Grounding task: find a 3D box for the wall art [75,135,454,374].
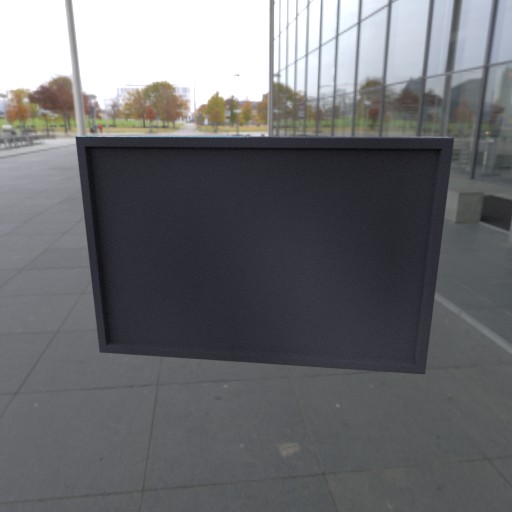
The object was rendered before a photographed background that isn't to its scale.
[{"bbox_3d":[0.000,0.000,0.781,0.609,0.406,0.033,2,17,7],"label":"wall art"}]
